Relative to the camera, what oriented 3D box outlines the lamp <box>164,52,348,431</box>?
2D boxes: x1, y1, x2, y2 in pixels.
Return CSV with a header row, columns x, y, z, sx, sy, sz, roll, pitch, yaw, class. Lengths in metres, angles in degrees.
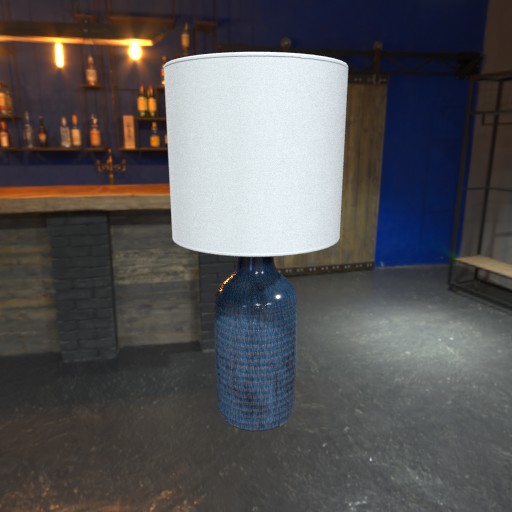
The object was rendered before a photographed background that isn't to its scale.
x,y,z,sx,sy,sz,roll,pitch,yaw,class
0.000,0.000,0.604,0.220,0.475,0.220,-2,15,-9,lamp
